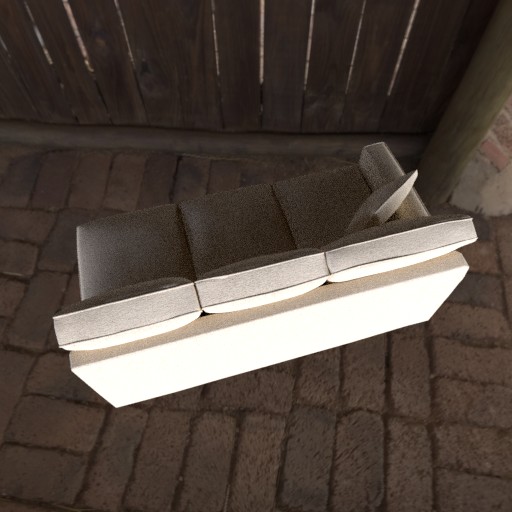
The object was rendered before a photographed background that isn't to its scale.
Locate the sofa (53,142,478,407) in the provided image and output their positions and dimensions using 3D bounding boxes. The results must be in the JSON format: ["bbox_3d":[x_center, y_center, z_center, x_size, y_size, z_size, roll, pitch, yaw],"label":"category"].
[{"bbox_3d":[0.000,0.000,2.520,1.962,0.946,1.034,-14,59,-8],"label":"sofa"}]
